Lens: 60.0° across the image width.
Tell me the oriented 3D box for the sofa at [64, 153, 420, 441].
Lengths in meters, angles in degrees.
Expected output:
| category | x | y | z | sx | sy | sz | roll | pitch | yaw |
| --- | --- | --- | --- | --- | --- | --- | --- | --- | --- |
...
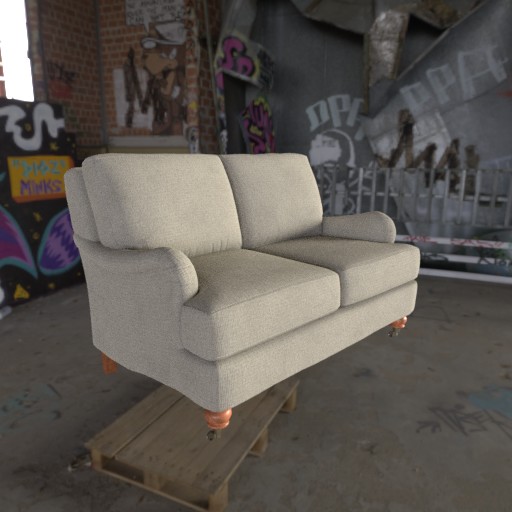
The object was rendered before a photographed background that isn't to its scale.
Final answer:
| category | x | y | z | sx | sy | sz | roll | pitch | yaw |
| --- | --- | --- | --- | --- | --- | --- | --- | --- | --- |
| sofa | 0.000 | 0.000 | 2.206 | 1.480 | 0.999 | 1.087 | -13 | 18 | -43 |
